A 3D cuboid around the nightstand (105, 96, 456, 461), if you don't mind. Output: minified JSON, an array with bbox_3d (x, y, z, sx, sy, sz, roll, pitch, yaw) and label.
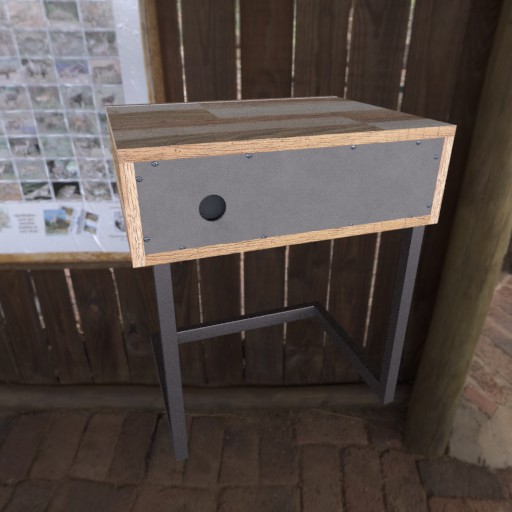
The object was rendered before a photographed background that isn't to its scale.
[{"bbox_3d":[0.000,0.000,1.015,0.558,0.632,0.481,-9,28,-17],"label":"nightstand"}]
